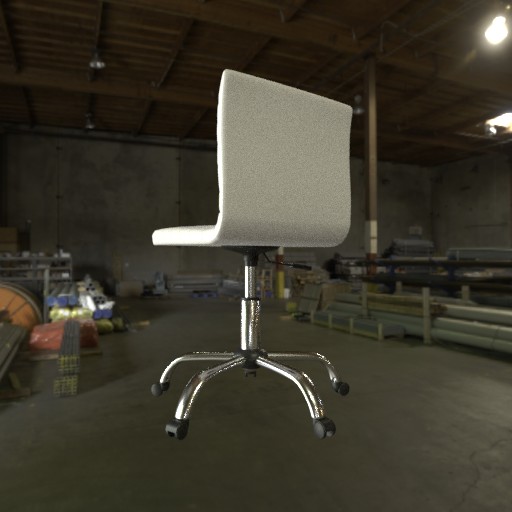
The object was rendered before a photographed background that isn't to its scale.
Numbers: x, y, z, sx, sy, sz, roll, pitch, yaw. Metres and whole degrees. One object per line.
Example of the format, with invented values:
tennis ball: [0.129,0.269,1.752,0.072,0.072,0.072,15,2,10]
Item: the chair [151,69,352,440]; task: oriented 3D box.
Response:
chair: [0.000,0.000,1.151,0.556,0.780,0.530,0,0,-36]
